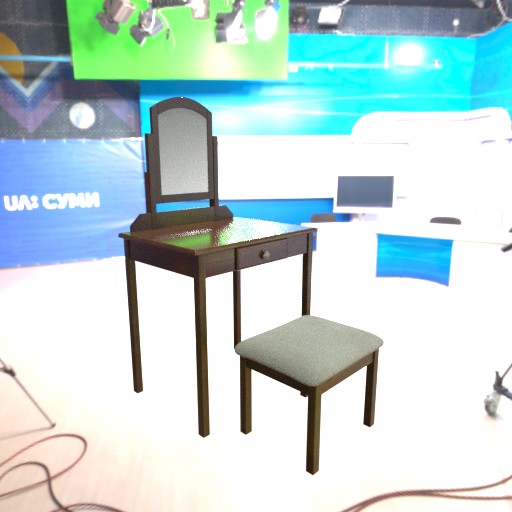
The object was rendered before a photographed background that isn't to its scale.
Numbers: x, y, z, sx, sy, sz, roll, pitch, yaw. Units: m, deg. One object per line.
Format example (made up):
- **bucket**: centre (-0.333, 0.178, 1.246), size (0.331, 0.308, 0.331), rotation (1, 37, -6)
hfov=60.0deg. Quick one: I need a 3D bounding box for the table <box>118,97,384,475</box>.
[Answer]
- **table**: centre (0.000, 0.000, 2.256), size (1.211, 1.631, 0.876), rotation (12, 17, 43)
